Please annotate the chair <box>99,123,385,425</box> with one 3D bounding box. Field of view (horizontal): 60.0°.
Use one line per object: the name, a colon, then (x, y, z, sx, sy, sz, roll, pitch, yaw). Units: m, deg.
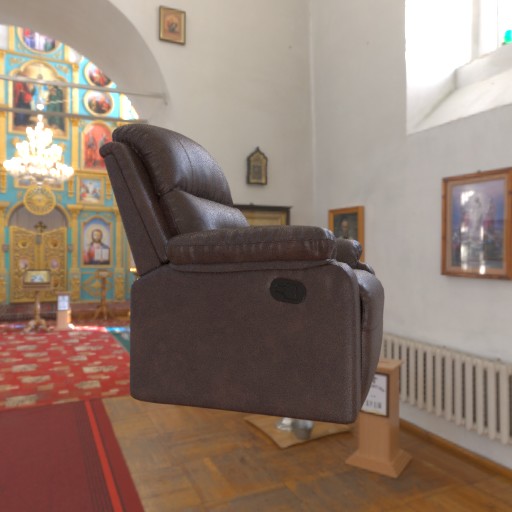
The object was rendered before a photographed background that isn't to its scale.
chair: (0.000, 0.000, 1.680, 0.919, 0.992, 0.855, 0, -1, 19)
